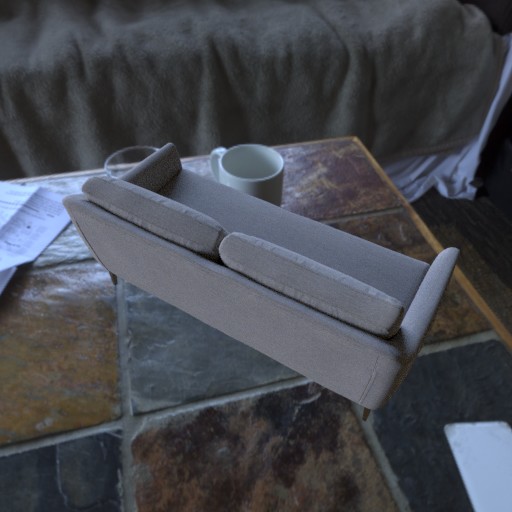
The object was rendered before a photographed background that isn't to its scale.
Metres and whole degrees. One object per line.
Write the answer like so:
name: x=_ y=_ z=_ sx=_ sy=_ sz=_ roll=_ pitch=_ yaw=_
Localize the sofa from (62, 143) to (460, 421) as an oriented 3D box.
sofa: x=0.000 y=0.000 z=2.586 sx=2.036 sy=0.913 sz=0.980 roll=24 pitch=52 yaw=21
